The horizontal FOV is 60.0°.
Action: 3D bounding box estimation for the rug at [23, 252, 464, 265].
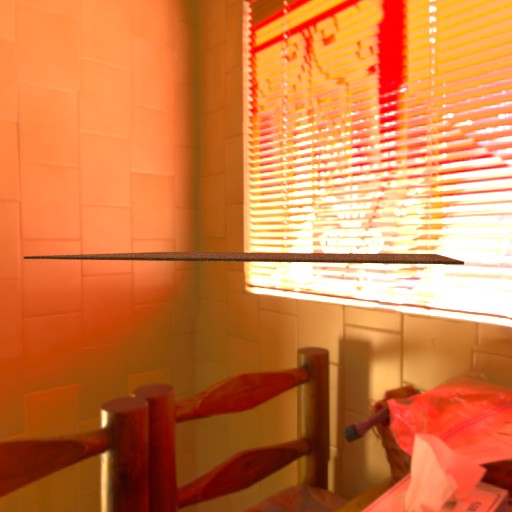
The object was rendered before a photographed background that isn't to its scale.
[{"bbox_3d":[0.000,0.000,2.295,1.819,0.012,1.208,1,2,18],"label":"rug"}]
